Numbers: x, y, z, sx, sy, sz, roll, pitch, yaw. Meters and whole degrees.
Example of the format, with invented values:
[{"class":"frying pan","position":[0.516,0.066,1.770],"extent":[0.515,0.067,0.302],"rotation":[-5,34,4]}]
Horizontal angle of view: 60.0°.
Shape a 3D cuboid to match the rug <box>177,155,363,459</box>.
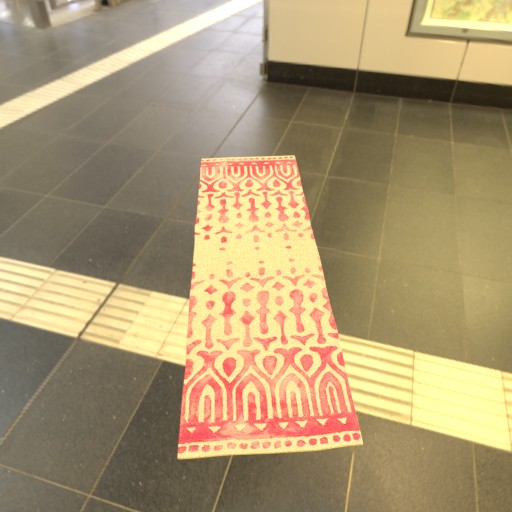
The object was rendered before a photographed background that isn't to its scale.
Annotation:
[{"class":"rug","position":[0.000,0.000,2.743],"extent":[0.787,0.011,2.458],"rotation":[-2,42,-2]}]
